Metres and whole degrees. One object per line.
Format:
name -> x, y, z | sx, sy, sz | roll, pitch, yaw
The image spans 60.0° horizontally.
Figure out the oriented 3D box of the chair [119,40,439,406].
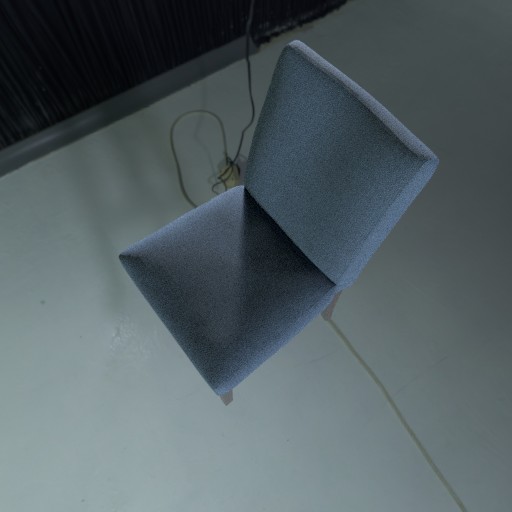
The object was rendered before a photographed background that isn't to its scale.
chair -> 0.000, 0.000, 1.258 | 0.629, 0.882, 0.487 | -36, 70, -15
